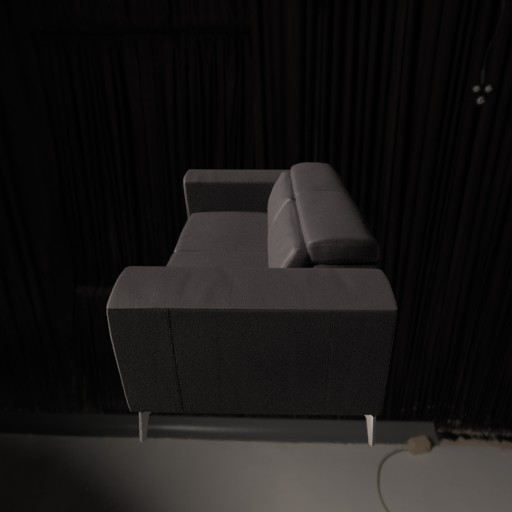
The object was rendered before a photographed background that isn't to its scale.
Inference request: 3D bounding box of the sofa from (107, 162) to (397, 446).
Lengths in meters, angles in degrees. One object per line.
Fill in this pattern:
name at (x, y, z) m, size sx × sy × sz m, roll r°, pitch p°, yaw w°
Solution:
sofa at (0.000, 0.000, 2.414) m, size 1.003 × 0.779 × 1.895 m, roll 0°, pitch 25°, yaw 1°
